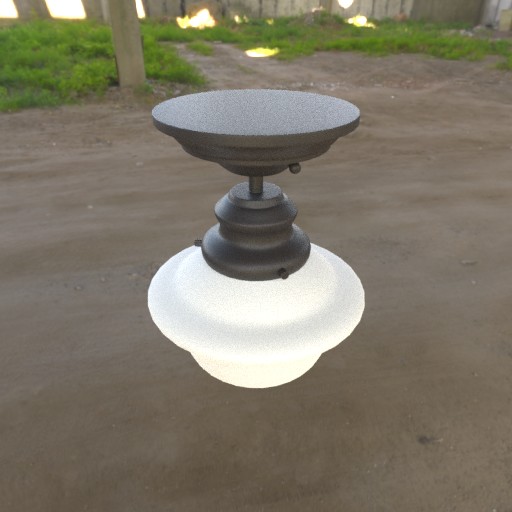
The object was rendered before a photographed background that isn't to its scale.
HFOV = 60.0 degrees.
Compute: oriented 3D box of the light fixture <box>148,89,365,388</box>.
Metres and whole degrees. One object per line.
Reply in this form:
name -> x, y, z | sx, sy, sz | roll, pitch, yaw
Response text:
light fixture -> 0.000, 0.000, 0.392 | 0.197, 0.254, 0.197 | 0, 30, 0
